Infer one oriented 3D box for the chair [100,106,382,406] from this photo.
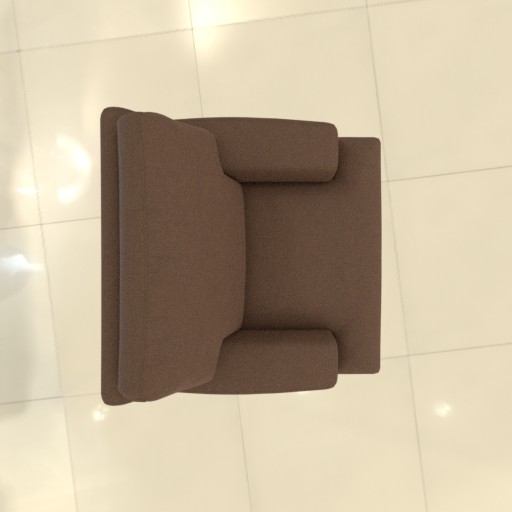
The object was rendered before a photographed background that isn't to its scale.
[{"bbox_3d":[0.000,0.000,1.943,1.143,0.940,1.168,0,90,0],"label":"chair"}]
